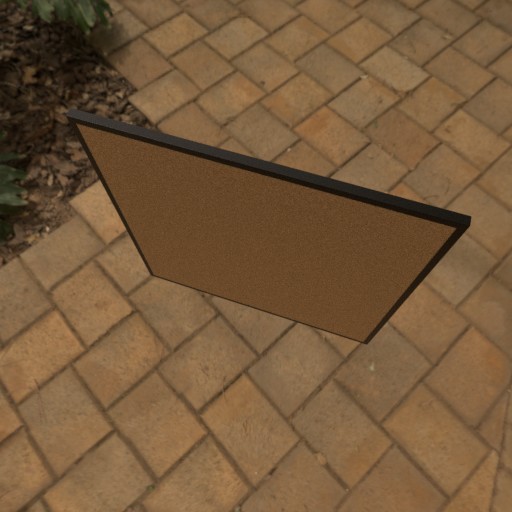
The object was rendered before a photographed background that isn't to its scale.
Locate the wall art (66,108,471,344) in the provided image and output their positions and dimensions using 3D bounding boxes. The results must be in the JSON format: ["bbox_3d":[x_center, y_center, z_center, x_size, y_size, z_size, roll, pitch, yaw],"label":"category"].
[{"bbox_3d":[0.000,0.000,0.684,0.457,0.458,0.012,17,65,8],"label":"wall art"}]
